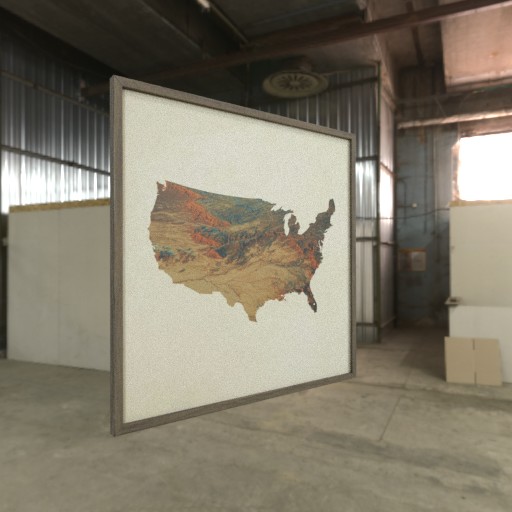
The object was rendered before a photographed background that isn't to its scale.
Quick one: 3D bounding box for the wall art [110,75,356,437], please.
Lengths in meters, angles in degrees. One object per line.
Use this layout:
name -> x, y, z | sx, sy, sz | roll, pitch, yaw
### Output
wall art -> 0.000, 0.000, 0.779 | 0.508, 0.507, 0.016 | 0, 0, -37
